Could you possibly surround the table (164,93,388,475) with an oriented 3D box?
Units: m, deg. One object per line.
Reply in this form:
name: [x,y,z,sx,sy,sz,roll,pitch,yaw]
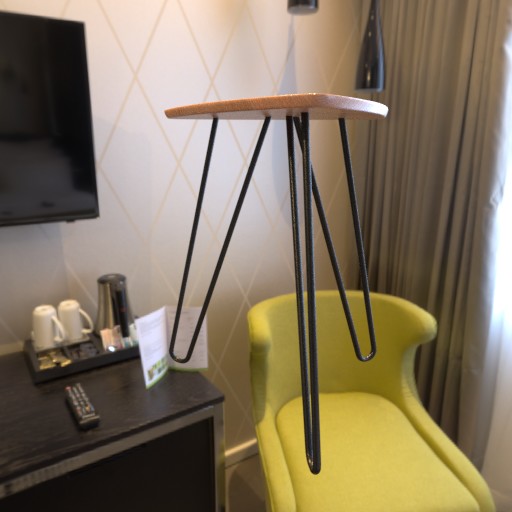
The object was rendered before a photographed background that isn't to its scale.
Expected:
table: [0.000,0.000,0.888,0.455,0.564,0.442,7,16,25]
